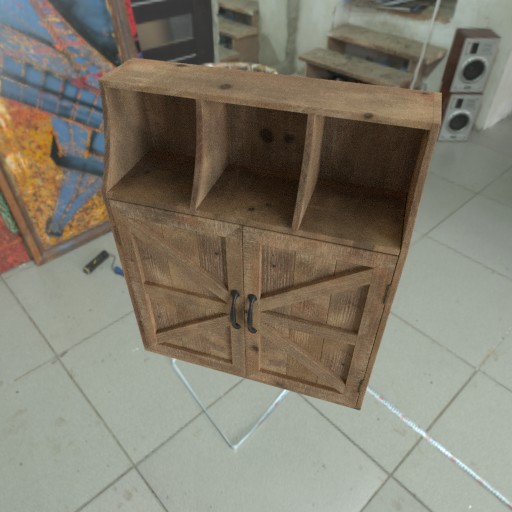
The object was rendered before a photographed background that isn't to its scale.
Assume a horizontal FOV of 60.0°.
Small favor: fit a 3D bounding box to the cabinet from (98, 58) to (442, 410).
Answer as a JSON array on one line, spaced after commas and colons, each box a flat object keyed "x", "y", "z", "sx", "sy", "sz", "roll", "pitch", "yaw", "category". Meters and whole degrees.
[{"x": 0.000, "y": 0.000, "z": 0.808, "sx": 0.489, "sy": 0.590, "sz": 0.184, "roll": 12, "pitch": 43, "yaw": 13, "category": "cabinet"}]
